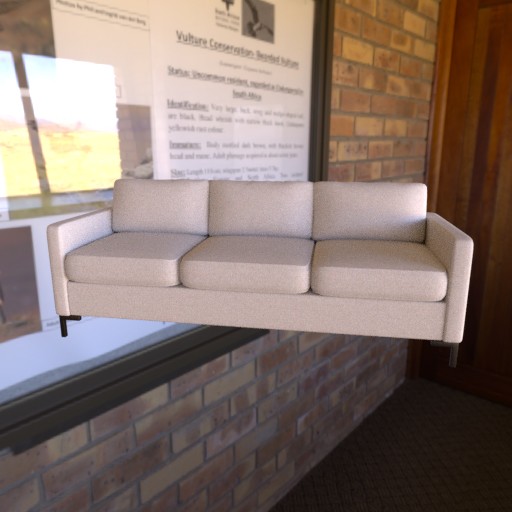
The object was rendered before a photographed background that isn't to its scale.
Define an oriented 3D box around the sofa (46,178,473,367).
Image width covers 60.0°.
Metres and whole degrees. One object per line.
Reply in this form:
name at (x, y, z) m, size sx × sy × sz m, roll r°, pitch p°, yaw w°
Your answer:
sofa at (0.000, 0.000, 2.688) m, size 2.218 × 0.874 × 0.859 m, roll 2°, pitch 14°, yaw 9°
